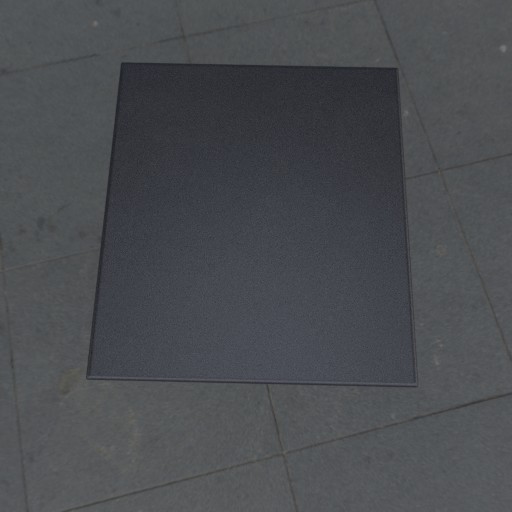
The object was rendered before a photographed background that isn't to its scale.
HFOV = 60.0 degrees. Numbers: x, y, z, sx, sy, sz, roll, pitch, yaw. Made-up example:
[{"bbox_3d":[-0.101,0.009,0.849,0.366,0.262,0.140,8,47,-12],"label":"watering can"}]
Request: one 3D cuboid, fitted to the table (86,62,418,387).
[{"bbox_3d":[0.000,0.000,0.917,0.442,0.565,0.488,1,76,0],"label":"table"}]
